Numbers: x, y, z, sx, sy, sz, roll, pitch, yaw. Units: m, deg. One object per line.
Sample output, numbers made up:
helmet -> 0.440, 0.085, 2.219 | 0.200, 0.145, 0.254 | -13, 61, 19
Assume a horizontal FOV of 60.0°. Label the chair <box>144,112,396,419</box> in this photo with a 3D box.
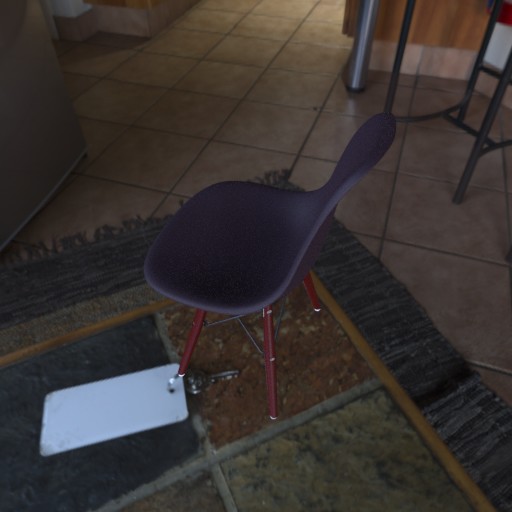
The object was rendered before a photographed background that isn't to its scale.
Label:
chair -> 0.000, 0.000, 1.159 | 0.533, 0.826, 0.470 | 16, 48, 14
